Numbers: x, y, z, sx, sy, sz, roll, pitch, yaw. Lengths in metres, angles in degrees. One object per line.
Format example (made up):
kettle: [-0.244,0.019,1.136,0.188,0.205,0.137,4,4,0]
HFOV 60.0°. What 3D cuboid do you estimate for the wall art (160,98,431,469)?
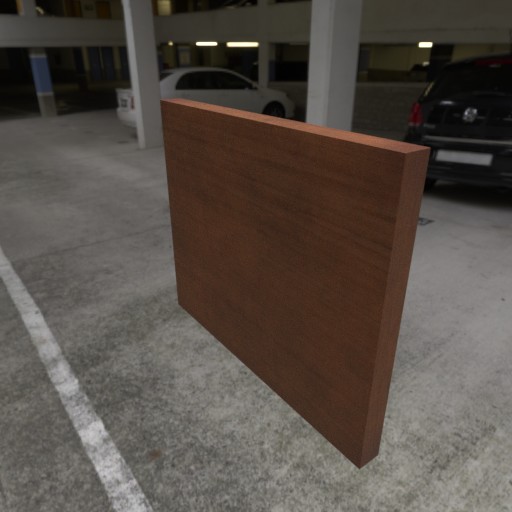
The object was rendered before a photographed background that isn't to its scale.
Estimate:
wall art: [0.000,0.000,0.542,0.030,0.328,0.401,-18,31,-32]
